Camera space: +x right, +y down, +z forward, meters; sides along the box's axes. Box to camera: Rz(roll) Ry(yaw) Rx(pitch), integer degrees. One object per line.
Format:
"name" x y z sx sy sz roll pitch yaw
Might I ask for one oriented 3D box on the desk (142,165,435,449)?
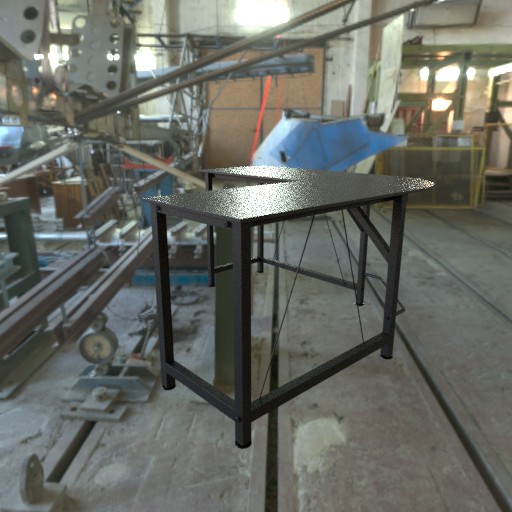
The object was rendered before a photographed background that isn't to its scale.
"desk" 0.000 0.000 2.255 1.400 0.762 1.400 -14 21 -41
